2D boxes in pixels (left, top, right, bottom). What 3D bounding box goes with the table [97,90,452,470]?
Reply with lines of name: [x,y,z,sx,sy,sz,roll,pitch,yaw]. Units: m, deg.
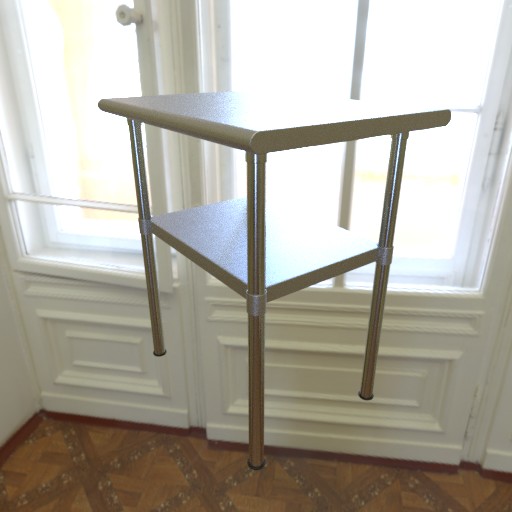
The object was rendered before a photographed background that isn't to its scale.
table: [0.000,0.000,1.338,0.584,0.876,0.762,-17,29,-33]
